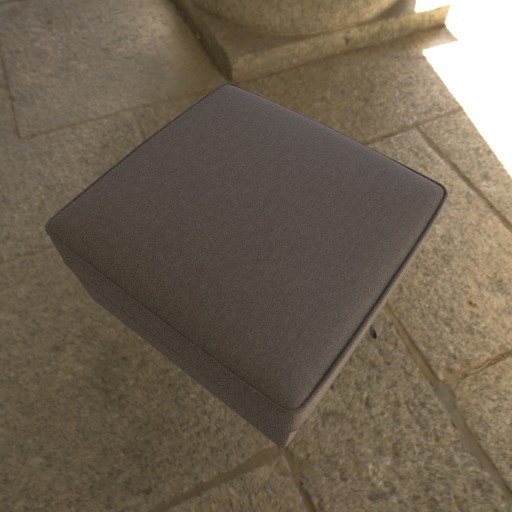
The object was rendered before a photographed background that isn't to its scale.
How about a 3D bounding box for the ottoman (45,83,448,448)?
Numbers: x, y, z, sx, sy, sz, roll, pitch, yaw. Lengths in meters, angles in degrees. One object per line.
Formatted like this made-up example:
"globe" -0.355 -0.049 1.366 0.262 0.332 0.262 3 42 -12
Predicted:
"ottoman" 0.000 0.000 1.391 0.871 0.612 0.808 32 63 19
